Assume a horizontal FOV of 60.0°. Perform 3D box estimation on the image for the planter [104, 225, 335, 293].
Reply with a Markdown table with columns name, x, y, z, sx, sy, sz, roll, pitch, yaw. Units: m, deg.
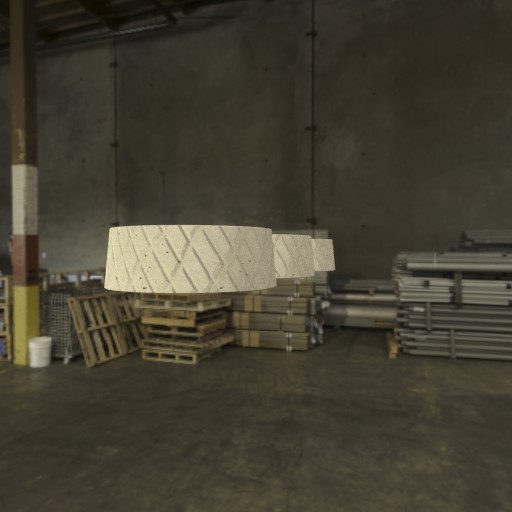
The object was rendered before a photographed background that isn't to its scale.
| name | x | y | z | sx | sy | sz | roll | pitch | yaw |
| --- | --- | --- | --- | --- | --- | --- | --- | --- | --- |
| planter | 0.000 | 0.000 | 0.432 | 0.114 | 0.038 | 0.390 | 0 | 1 | 18 |
